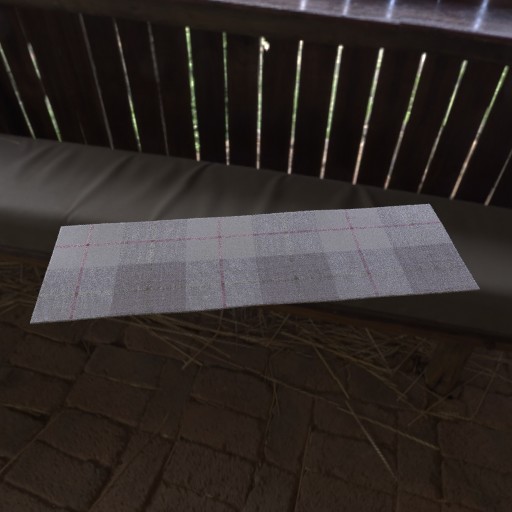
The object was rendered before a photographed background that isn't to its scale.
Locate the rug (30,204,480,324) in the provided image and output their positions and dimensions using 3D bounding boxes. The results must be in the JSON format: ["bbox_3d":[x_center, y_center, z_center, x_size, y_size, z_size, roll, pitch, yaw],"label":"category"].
[{"bbox_3d":[0.000,0.000,2.659,2.439,0.013,0.762,-4,45,-4],"label":"rug"}]
